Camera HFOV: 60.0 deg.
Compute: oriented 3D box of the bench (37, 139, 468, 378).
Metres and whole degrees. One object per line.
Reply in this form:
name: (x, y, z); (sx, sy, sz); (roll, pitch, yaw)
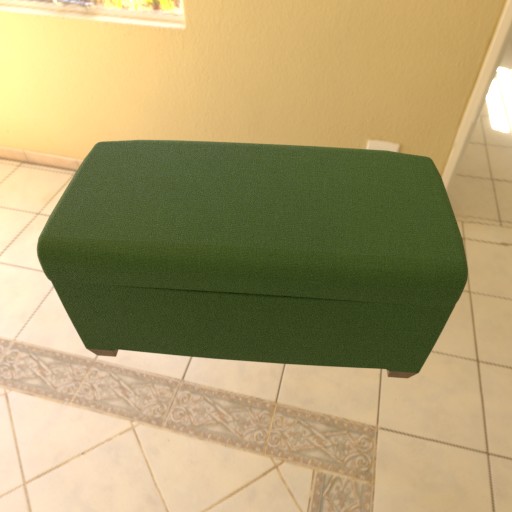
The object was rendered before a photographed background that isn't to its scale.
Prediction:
bench: (0.000, 0.000, 1.294); (0.989, 0.501, 0.505); (3, 47, 3)
